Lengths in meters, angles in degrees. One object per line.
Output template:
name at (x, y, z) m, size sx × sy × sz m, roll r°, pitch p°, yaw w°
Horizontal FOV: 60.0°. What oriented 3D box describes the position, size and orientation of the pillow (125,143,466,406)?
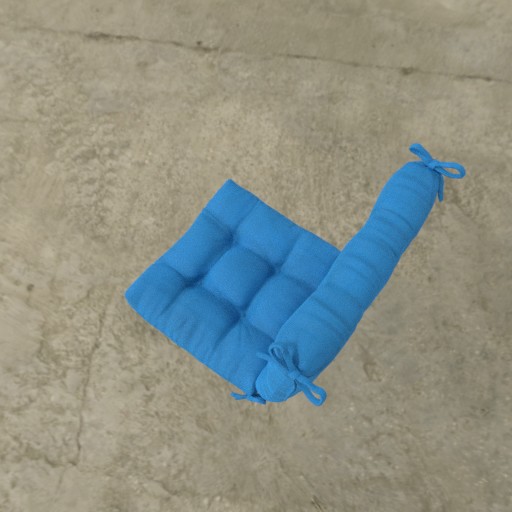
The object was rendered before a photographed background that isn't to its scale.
pillow at (0.000, 0.000, 1.017) m, size 0.571 × 0.605 × 0.519 m, roll 33°, pitch 69°, yaw 15°
